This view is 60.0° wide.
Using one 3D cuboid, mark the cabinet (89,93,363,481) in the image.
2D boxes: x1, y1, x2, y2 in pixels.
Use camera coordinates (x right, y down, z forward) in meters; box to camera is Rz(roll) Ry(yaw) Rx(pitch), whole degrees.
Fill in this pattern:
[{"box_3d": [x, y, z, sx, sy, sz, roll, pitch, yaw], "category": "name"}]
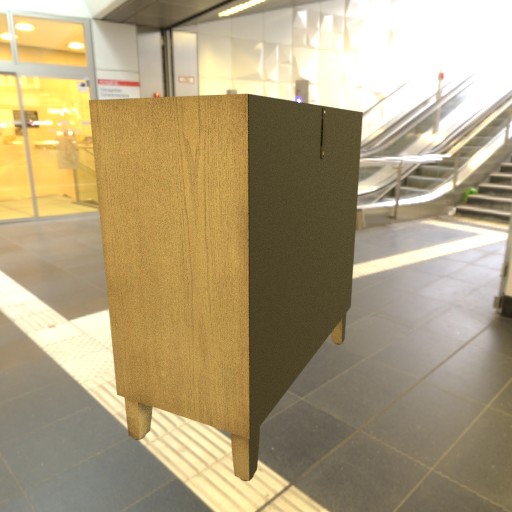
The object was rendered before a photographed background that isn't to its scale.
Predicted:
[{"box_3d": [0.000, 0.000, 1.237, 0.370, 0.787, 0.781, 8, 17, 25], "category": "cabinet"}]
